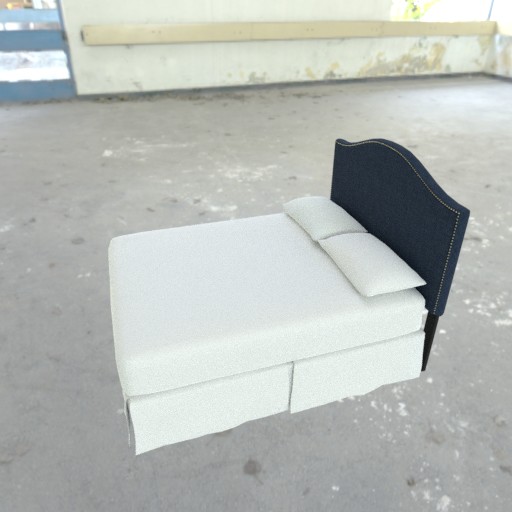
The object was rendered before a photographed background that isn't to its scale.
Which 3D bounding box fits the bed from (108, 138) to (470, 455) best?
[{"bbox_3d":[0.000,0.000,3.277,2.153,1.518,1.725,-9,31,-15],"label":"bed"}]
